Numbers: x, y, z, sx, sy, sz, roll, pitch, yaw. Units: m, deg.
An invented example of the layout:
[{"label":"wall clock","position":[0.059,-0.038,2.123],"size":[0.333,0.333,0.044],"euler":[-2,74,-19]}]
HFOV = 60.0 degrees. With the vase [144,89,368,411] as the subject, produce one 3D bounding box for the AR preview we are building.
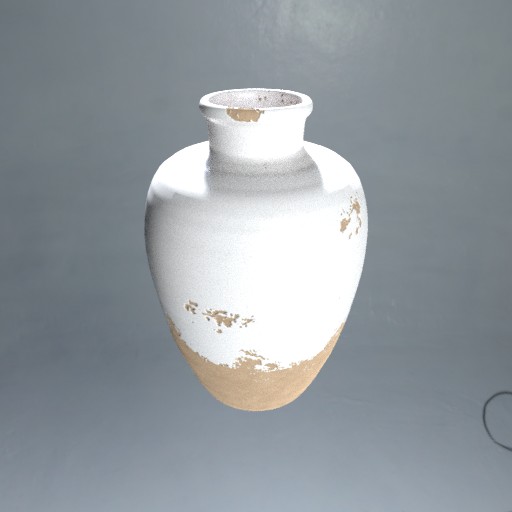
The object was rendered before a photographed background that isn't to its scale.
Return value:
[{"label":"vase","position":[0.000,0.000,0.334],"size":[0.158,0.228,0.158],"euler":[0,30,0]}]
